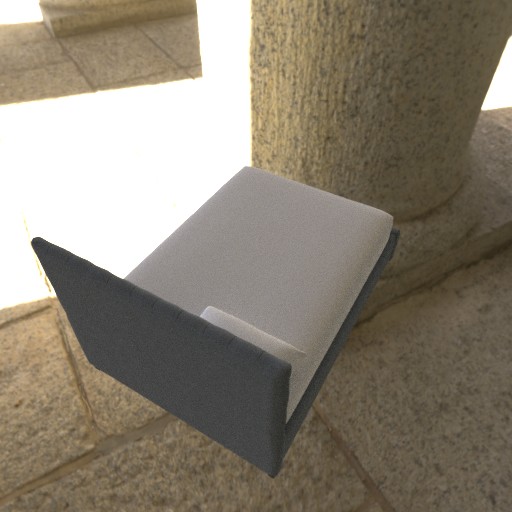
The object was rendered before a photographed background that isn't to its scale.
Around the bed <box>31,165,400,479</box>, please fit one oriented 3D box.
[{"bbox_3d":[0.000,0.000,3.434,1.698,1.411,2.335,23,50,21],"label":"bed"}]
